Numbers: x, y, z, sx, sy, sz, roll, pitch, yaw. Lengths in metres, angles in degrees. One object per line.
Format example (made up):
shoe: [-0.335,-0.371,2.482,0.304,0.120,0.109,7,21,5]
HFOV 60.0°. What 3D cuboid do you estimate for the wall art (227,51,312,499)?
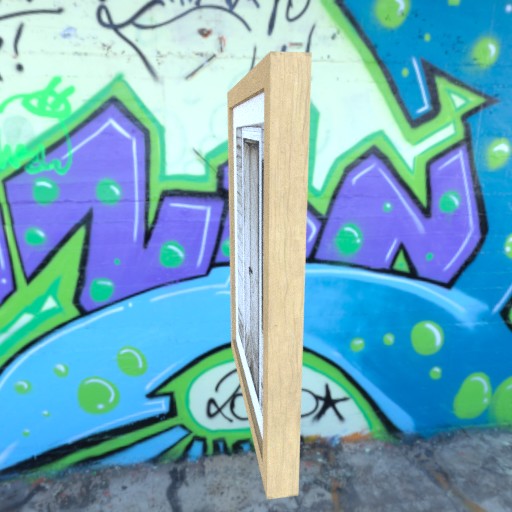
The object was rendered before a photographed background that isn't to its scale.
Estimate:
wall art: [0.000,0.000,0.509,0.030,0.380,0.312,-2,15,-9]
